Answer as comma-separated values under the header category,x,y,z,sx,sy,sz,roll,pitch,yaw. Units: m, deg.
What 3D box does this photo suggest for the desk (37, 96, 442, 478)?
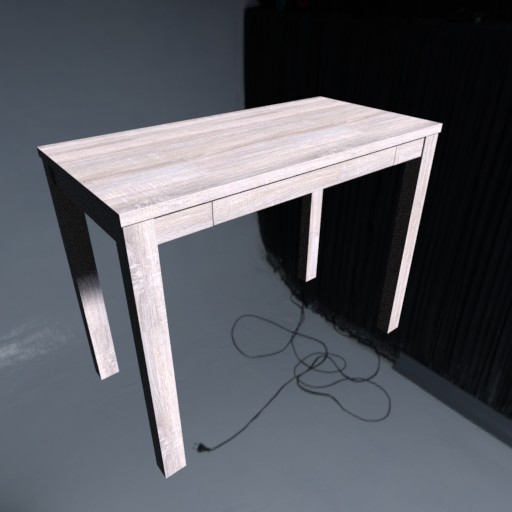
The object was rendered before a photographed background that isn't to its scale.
category,x,y,z,sx,sy,sz,roll,pitch,yaw
desk,0.000,0.000,1.387,0.991,0.762,0.495,-22,37,-32
